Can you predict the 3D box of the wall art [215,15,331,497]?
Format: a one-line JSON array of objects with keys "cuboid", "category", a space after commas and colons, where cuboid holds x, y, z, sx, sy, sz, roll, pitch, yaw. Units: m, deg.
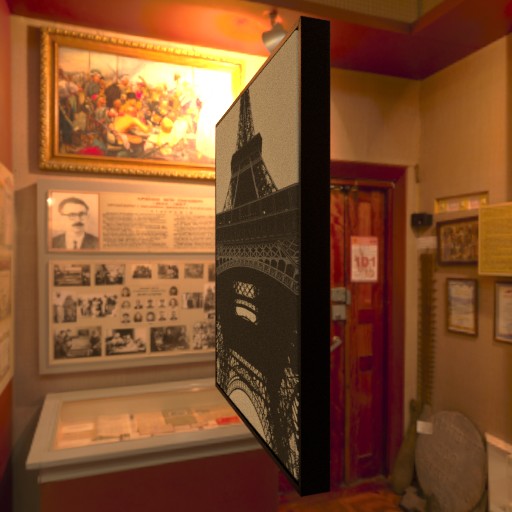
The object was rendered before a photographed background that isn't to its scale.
[{"cuboid": [0.000, 0.000, 0.729, 0.039, 0.553, 0.451, 0, 0, -18], "category": "wall art"}]
